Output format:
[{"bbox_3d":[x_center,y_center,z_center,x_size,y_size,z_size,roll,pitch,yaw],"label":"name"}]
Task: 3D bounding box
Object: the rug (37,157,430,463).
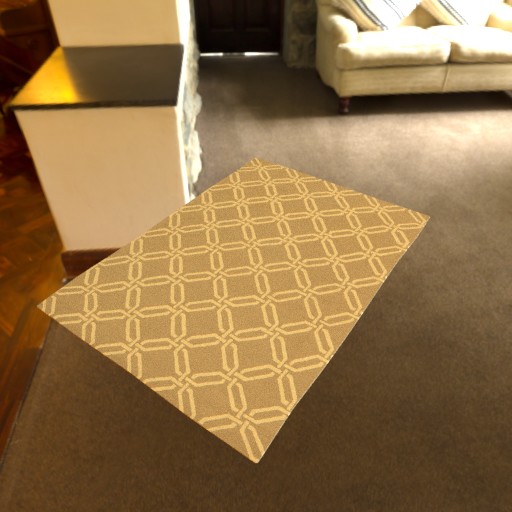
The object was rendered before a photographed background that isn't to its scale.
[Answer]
[{"bbox_3d":[0.000,0.000,2.799,1.524,0.013,2.135,25,46,26],"label":"rug"}]
